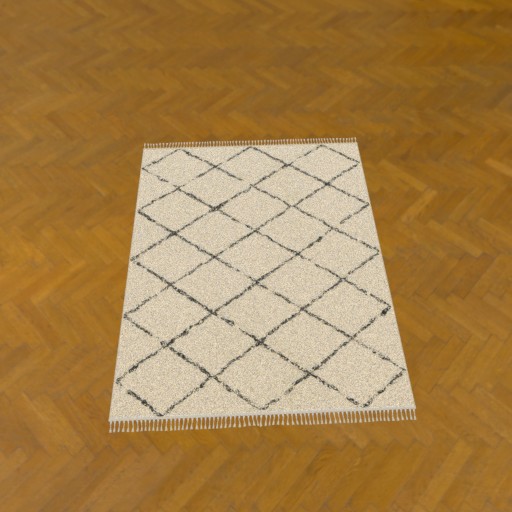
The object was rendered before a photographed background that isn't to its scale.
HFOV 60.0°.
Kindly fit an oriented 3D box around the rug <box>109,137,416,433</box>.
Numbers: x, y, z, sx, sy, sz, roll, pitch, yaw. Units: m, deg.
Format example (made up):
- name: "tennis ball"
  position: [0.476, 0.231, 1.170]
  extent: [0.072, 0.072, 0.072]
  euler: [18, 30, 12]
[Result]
- name: "rug"
  position: [0.000, 0.000, 4.178]
  extent: [2.380, 0.013, 3.051]
  euler: [-2, 58, -1]
